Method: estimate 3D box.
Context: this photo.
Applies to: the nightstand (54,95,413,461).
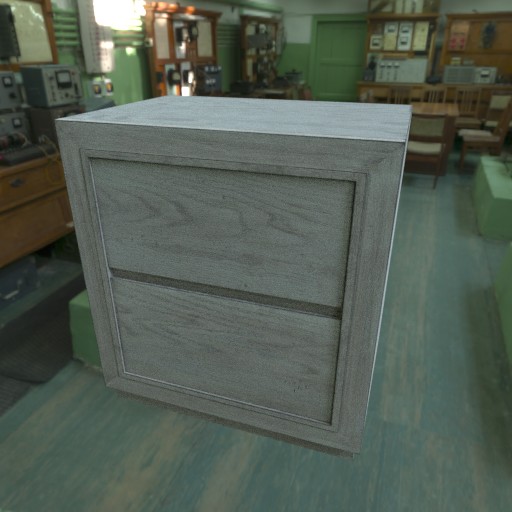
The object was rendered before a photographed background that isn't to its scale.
[{"bbox_3d":[0.000,0.000,1.063,0.612,0.673,0.483,9,27,17],"label":"nightstand"}]
